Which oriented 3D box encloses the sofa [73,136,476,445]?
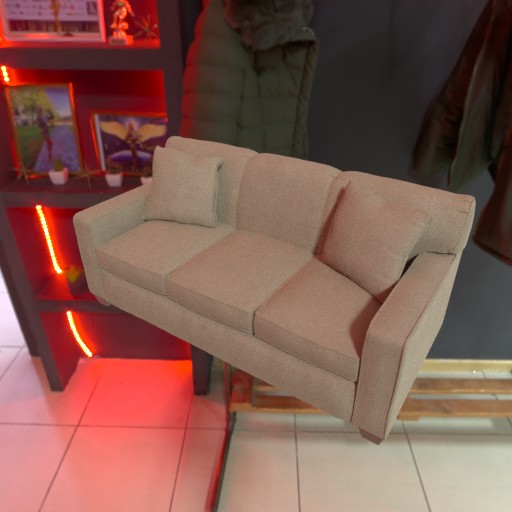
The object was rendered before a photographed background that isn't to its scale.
[{"bbox_3d":[0.000,0.000,2.546,2.024,0.958,0.997,19,36,29],"label":"sofa"}]
